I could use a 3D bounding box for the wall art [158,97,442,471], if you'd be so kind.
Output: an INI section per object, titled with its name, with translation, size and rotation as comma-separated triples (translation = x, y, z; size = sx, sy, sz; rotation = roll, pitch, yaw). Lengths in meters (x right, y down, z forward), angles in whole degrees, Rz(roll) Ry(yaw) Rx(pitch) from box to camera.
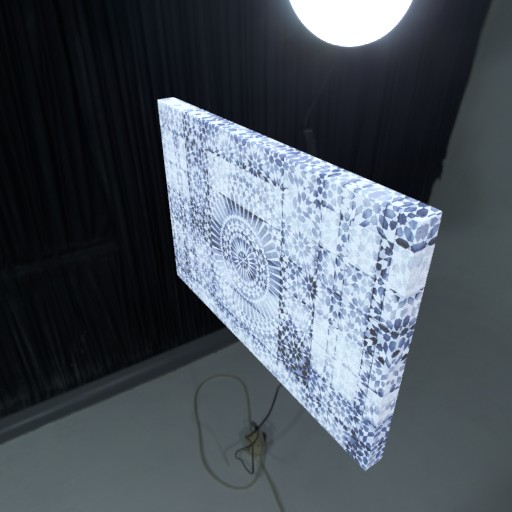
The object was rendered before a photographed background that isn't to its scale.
[wall art]
translation = 0.000, 0.000, 1.124
size = 0.057, 0.608, 0.911
rotation = -20, 37, -29
